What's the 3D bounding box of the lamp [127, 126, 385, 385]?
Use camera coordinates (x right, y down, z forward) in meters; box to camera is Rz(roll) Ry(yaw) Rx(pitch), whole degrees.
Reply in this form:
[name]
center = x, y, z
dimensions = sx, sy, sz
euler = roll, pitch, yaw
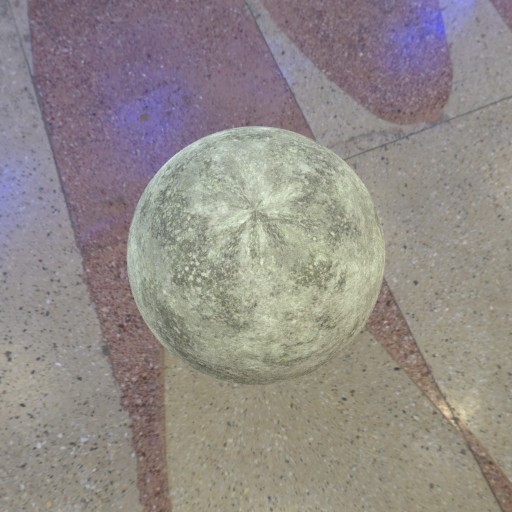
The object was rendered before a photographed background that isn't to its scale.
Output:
[lamp]
center = 0.000, 0.000, 0.754
dimensions = 0.422, 0.429, 0.422
euler = 0, 74, 0
